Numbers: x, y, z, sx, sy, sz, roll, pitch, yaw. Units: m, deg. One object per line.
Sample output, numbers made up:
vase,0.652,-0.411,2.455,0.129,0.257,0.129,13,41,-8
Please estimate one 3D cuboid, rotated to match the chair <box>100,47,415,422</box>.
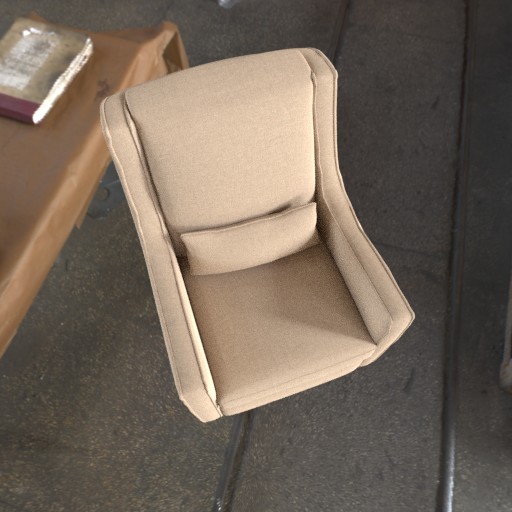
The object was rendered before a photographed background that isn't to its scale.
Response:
chair,0.000,0.000,1.547,0.732,0.993,0.879,-17,65,-8
